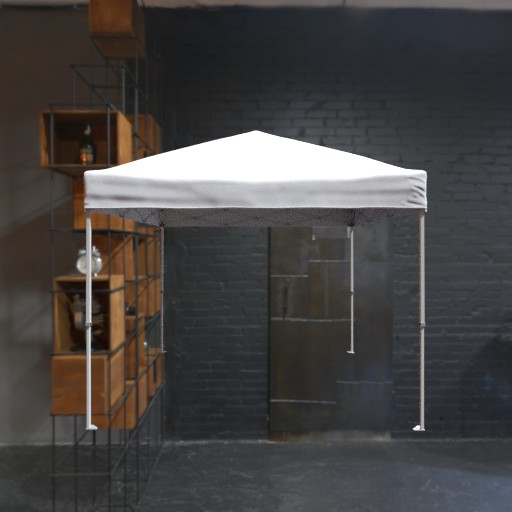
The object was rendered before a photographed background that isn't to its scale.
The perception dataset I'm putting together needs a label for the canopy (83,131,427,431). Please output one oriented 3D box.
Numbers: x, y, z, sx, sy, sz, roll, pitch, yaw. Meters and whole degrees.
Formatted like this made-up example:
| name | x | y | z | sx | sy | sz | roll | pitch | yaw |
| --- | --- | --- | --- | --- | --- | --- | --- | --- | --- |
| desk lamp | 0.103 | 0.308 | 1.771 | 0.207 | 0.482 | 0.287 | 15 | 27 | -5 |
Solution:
| name | x | y | z | sx | sy | sz | roll | pitch | yaw |
| --- | --- | --- | --- | --- | --- | --- | --- | --- | --- |
| canopy | 0.000 | 0.000 | 5.326 | 2.996 | 2.997 | 2.998 | 0 | 1 | 0 |
